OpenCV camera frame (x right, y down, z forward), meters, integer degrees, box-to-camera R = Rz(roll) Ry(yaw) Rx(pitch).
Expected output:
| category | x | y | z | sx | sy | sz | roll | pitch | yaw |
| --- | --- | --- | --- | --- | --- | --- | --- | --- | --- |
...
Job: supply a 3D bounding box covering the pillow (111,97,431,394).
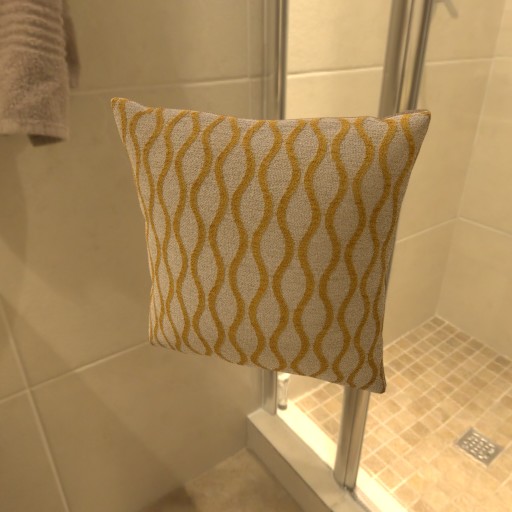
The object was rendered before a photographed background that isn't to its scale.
| category | x | y | z | sx | sy | sz | roll | pitch | yaw |
| --- | --- | --- | --- | --- | --- | --- | --- | --- | --- |
| pillow | 0.000 | 0.000 | 0.659 | 0.429 | 0.436 | 0.159 | 8 | 29 | 15 |
